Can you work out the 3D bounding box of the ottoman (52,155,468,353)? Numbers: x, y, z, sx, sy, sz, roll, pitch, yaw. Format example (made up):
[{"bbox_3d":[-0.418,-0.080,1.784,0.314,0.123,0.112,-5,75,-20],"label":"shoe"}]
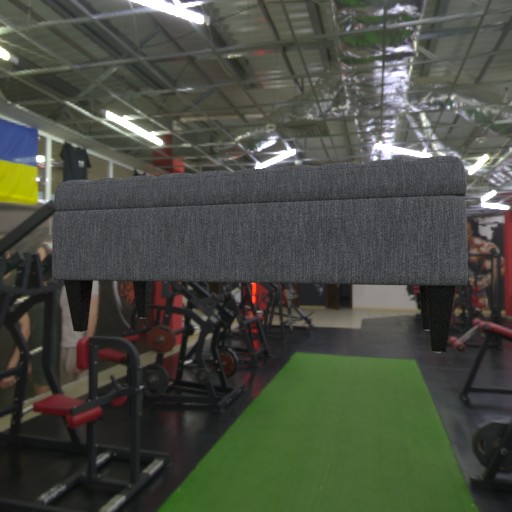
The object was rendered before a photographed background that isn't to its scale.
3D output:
[{"bbox_3d":[0.000,0.000,1.387,1.151,0.469,0.482,0,-1,17],"label":"ottoman"}]
